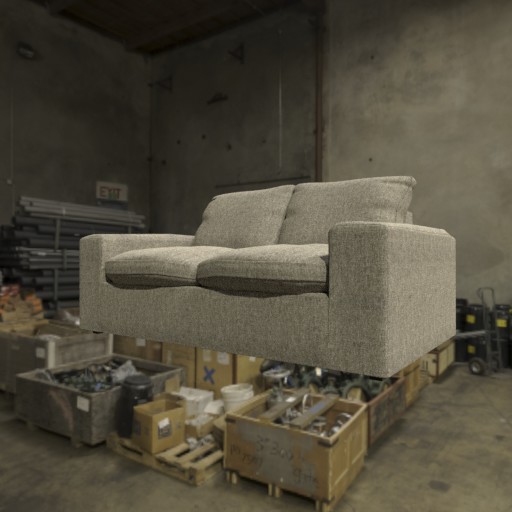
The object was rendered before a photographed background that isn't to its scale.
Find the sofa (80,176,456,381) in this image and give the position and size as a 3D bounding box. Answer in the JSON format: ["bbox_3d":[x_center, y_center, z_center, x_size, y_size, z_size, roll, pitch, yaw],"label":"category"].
[{"bbox_3d":[0.000,0.000,2.359,1.758,0.877,1.094,0,0,36],"label":"sofa"}]
